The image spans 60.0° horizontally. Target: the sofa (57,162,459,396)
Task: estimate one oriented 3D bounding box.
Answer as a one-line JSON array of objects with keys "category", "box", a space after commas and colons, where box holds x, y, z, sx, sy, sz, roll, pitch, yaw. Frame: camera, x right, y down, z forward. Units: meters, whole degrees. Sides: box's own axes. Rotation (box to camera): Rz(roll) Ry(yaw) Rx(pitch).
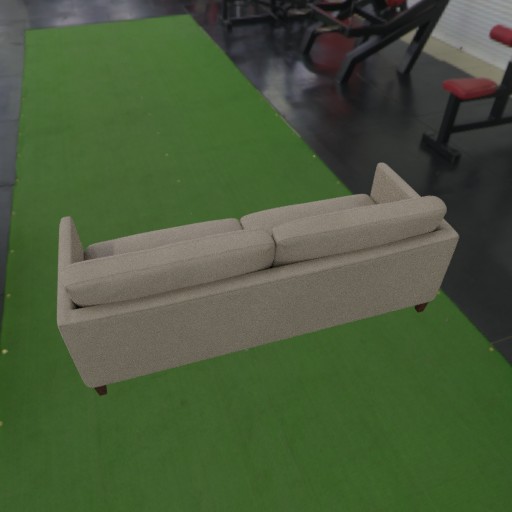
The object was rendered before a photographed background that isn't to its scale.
[{"category": "sofa", "box": [0.000, 0.000, 2.977, 2.404, 0.912, 0.988, -12, 43, -13]}]
